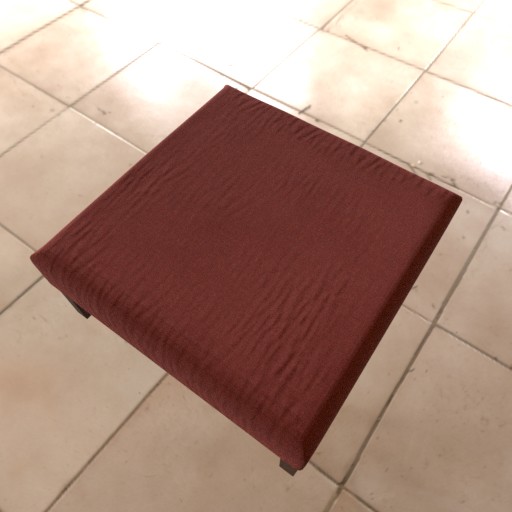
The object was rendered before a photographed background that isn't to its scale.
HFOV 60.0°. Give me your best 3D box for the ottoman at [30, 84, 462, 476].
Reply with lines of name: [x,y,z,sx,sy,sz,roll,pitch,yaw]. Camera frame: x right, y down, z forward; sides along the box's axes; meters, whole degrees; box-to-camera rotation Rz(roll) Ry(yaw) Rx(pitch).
ottoman: [0.000,0.000,1.390,0.889,0.411,0.890,31,63,18]
